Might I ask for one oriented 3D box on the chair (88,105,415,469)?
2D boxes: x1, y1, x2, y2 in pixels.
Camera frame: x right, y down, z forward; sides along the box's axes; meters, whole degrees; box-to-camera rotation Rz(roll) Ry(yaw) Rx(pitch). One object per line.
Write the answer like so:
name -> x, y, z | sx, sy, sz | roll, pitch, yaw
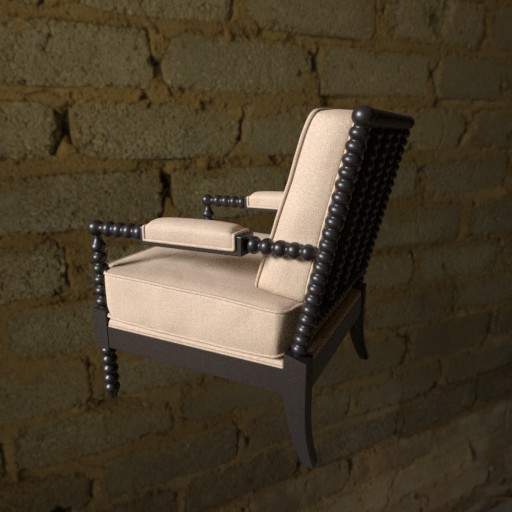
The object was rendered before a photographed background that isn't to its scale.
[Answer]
chair -> 0.000, 0.000, 1.138 | 0.657, 0.703, 0.555 | 7, 17, 25
